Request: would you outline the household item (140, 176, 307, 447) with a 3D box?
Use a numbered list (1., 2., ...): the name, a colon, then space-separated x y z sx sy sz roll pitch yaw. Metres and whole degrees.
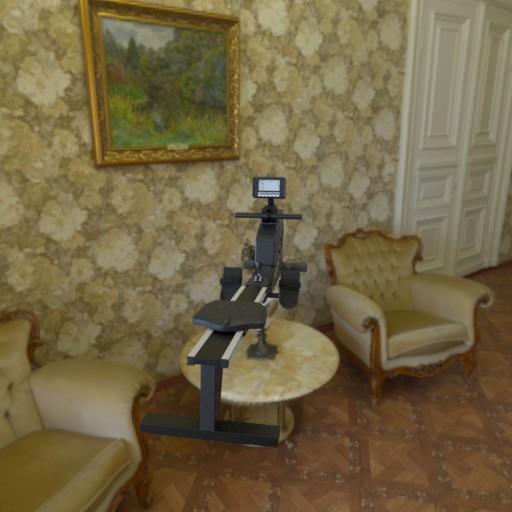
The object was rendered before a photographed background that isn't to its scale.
1. household item: 0.000 0.000 2.597 0.521 0.810 2.251 2 16 9
